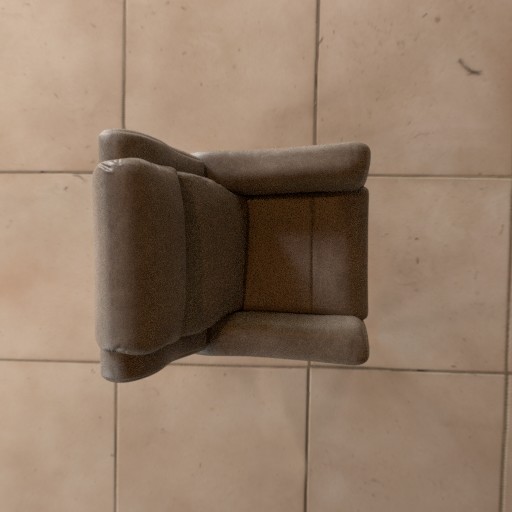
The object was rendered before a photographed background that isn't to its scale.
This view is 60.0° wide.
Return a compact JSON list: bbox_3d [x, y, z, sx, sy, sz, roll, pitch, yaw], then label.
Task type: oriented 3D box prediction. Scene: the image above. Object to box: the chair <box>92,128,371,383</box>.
[{"bbox_3d":[0.000,0.000,1.936,1.068,1.116,0.967,0,91,2],"label":"chair"}]
